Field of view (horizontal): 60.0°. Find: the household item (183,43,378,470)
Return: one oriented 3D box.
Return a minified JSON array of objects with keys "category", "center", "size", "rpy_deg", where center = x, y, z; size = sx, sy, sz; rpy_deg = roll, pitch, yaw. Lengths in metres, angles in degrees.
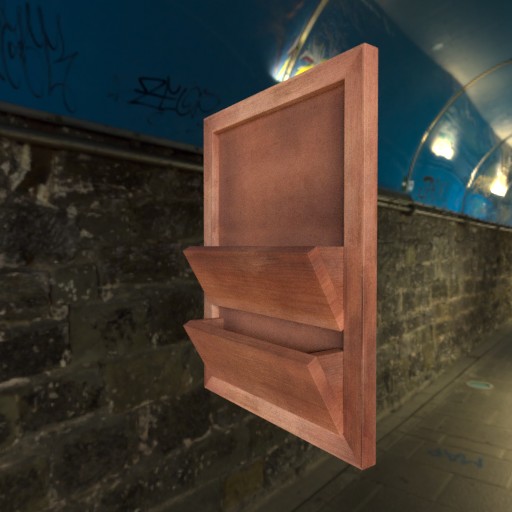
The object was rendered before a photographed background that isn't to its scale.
[{"category":"household item","center":[0.000,0.000,0.538],"size":[0.067,0.407,0.310],"rpy_deg":[-1,2,-36]}]
